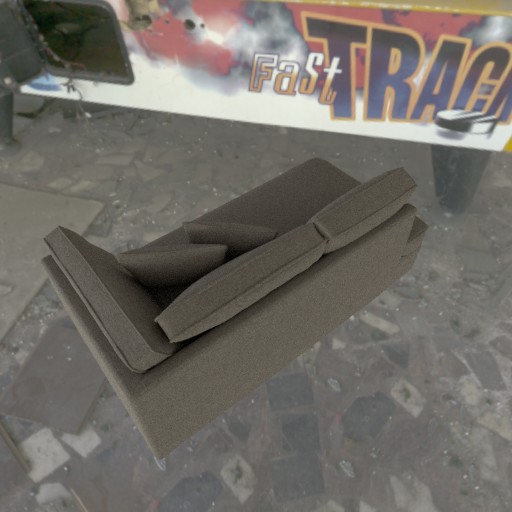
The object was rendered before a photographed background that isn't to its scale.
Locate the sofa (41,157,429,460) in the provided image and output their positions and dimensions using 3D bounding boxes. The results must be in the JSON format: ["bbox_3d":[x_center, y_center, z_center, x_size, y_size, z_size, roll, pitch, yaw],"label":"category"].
[{"bbox_3d":[0.000,0.000,2.850,2.237,1.033,1.110,-31,54,-25],"label":"sofa"}]
